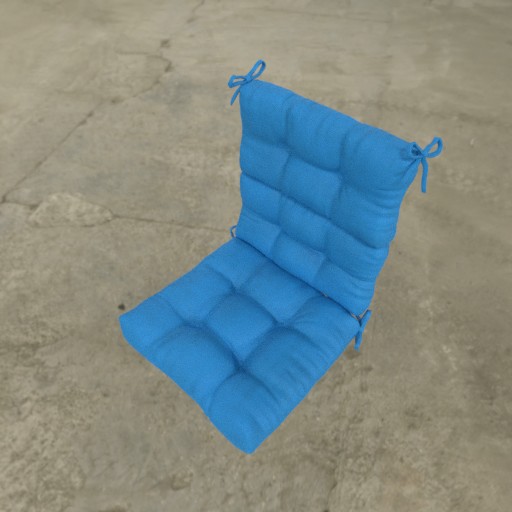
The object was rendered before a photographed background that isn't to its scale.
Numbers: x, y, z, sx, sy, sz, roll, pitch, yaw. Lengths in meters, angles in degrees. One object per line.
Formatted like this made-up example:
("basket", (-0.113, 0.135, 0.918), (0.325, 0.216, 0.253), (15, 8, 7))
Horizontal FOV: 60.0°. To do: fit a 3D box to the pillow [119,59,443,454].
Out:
("pillow", (0.000, 0.000, 1.028), (0.519, 0.605, 0.571), (34, 56, 27))
